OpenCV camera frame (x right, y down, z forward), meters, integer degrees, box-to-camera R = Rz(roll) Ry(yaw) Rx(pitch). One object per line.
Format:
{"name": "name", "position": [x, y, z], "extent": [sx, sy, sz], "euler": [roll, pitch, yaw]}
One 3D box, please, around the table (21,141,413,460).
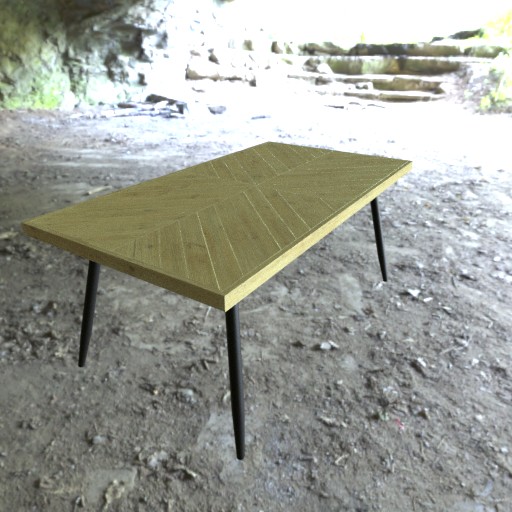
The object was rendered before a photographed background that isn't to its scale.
{"name": "table", "position": [0.000, 0.000, 2.314], "extent": [0.991, 0.762, 1.803], "euler": [16, 31, 30]}
